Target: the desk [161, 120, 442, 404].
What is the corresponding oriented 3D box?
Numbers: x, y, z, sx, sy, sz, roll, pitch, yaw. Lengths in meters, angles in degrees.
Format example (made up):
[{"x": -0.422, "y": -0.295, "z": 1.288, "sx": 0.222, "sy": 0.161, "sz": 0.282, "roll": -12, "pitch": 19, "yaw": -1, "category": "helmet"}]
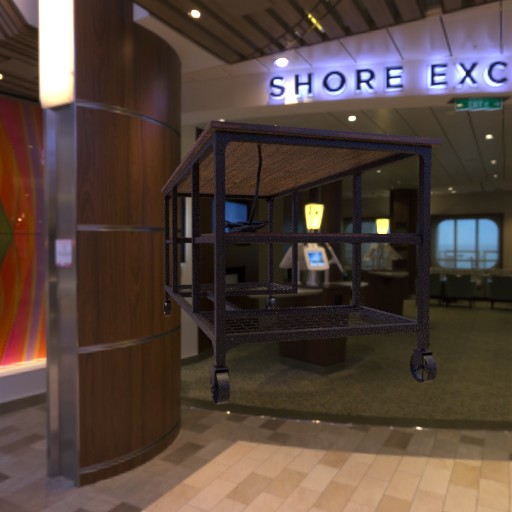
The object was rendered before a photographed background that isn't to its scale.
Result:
[{"x": 0.000, "y": 0.000, "z": 2.001, "sx": 0.711, "sy": 0.751, "sz": 1.590, "roll": 0, "pitch": 2, "yaw": -17, "category": "desk"}]
